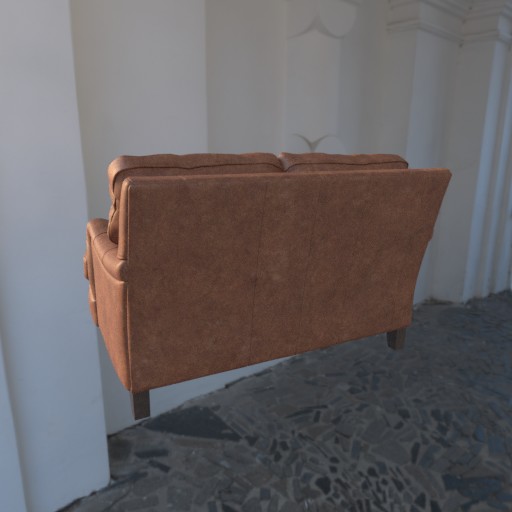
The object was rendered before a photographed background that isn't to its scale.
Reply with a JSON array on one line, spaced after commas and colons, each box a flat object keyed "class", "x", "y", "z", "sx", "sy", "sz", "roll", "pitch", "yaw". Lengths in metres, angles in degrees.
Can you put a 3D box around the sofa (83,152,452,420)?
[{"class": "sofa", "x": 0.000, "y": 0.000, "z": 2.193, "sx": 1.527, "sy": 1.004, "sz": 1.077, "roll": -7, "pitch": 15, "yaw": -26}]
